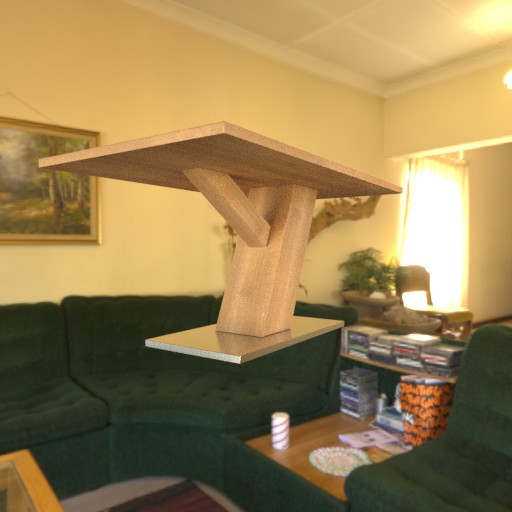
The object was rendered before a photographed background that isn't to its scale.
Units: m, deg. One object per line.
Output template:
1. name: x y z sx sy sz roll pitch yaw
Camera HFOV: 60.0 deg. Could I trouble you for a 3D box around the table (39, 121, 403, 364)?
1. table: 0.000 0.000 2.091 0.900 0.750 1.600 1 1 35
